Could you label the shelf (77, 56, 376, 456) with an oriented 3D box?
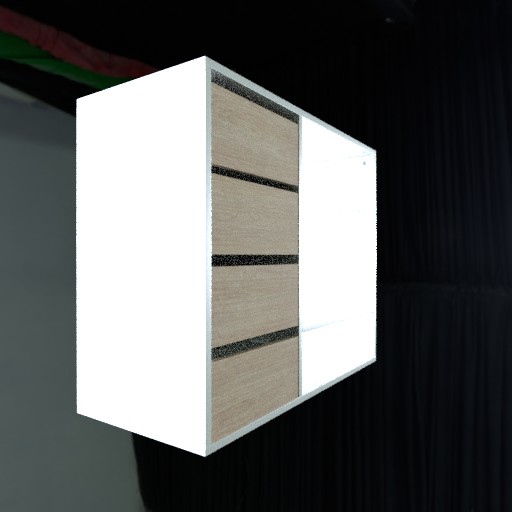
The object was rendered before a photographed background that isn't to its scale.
[{"bbox_3d":[0.000,0.000,1.289,0.396,0.732,0.895,0,0,35],"label":"shelf"}]
